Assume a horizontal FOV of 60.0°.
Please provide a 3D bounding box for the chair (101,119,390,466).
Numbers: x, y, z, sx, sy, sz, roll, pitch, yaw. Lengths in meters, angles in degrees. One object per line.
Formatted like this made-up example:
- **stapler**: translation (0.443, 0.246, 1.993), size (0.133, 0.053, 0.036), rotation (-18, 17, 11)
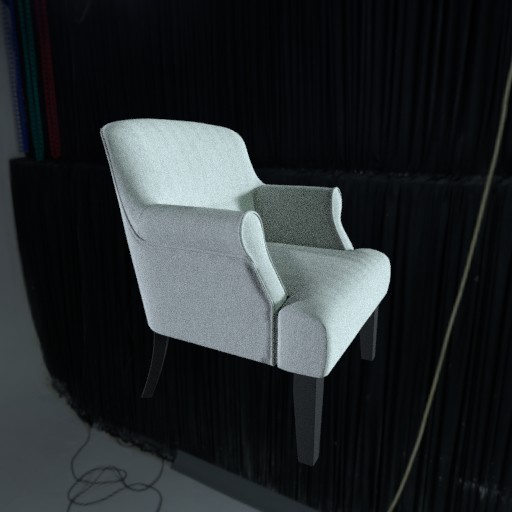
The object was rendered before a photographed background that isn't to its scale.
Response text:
- **chair**: translation (0.000, 0.000, 1.465), size (0.750, 0.875, 0.781), rotation (7, 16, 27)
